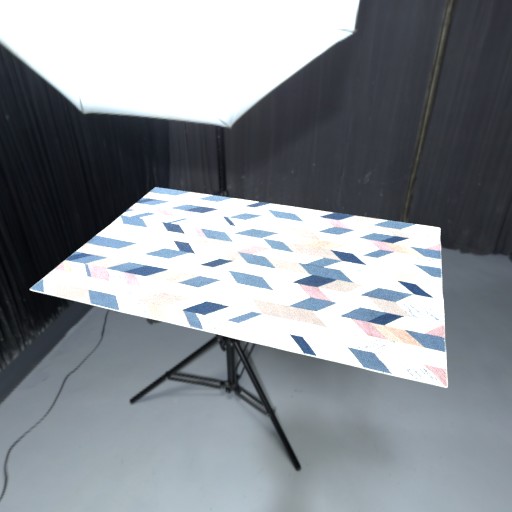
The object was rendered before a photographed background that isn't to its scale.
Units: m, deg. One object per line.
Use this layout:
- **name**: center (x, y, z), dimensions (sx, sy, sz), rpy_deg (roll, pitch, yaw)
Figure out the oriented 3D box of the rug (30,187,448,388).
- **rug**: center (0.000, 0.000, 2.274), dimensions (1.813, 0.006, 1.202), rpy_deg (10, 34, 15)
